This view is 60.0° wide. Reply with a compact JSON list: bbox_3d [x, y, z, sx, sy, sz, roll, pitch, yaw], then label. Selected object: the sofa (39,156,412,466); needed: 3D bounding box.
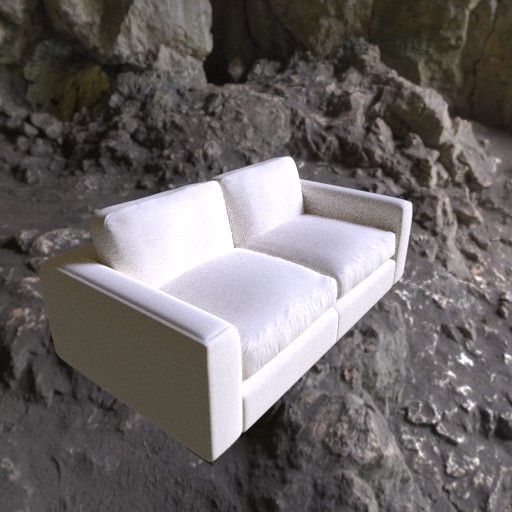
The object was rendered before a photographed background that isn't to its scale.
[{"bbox_3d":[0.000,0.000,2.453,1.069,0.801,1.920,18,31,34],"label":"sofa"}]
